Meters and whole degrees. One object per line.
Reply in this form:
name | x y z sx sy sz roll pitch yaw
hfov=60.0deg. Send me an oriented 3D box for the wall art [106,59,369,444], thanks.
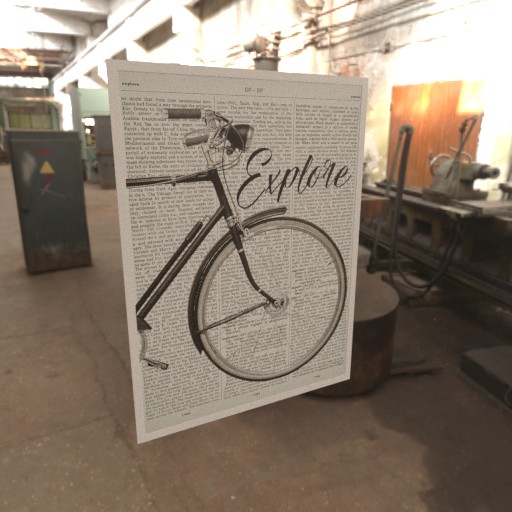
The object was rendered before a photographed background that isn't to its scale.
wall art | 0.000 0.000 0.781 0.457 0.610 0.003 -8 17 -26
